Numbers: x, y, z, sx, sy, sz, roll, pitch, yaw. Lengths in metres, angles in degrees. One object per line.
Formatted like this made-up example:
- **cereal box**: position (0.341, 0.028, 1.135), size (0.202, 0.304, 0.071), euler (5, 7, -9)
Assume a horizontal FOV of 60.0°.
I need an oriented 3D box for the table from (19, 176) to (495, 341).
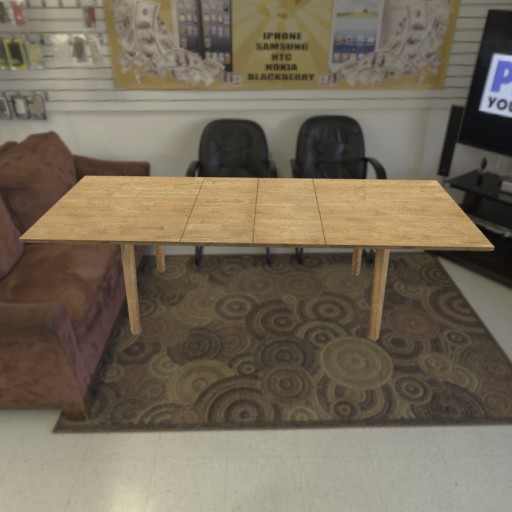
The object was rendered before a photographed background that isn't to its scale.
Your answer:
- **table**: position (0.000, 0.000, 3.043), size (2.603, 0.752, 1.000), euler (1, 30, 2)
